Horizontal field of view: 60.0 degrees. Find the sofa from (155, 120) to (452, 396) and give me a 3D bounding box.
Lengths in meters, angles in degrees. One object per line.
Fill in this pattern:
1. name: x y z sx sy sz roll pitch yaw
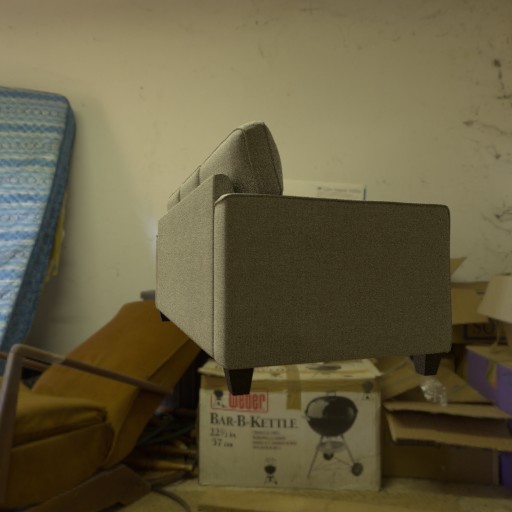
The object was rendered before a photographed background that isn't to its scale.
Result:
1. sofa: 0.000 0.000 2.573 0.939 0.965 2.133 0 -1 -19
